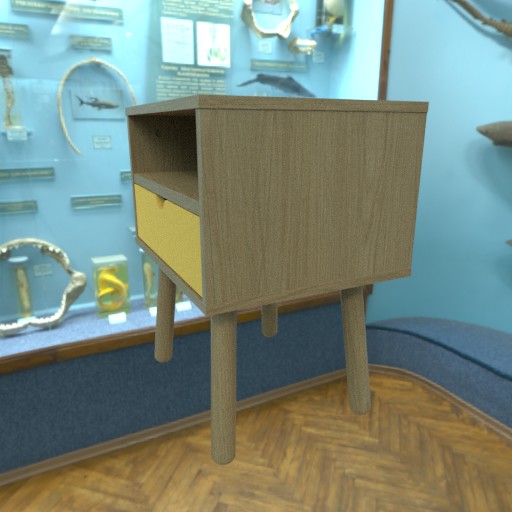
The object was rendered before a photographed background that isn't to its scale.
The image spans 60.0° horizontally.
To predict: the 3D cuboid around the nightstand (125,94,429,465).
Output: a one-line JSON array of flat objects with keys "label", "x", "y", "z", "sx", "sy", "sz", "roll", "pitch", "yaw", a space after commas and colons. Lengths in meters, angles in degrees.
[{"label": "nightstand", "x": 0.000, "y": 0.000, "z": 0.885, "sx": 0.380, "sy": 0.571, "sz": 0.450, "roll": -8, "pitch": 18, "yaw": -26}]
